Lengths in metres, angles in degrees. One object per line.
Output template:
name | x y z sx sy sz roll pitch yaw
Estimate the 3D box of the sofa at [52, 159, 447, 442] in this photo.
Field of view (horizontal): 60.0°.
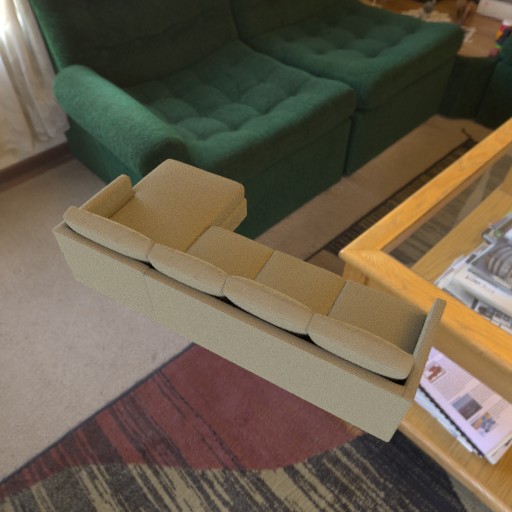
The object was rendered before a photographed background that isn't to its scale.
sofa | 0.000 0.000 3.958 3.177 0.867 1.622 23 52 19
